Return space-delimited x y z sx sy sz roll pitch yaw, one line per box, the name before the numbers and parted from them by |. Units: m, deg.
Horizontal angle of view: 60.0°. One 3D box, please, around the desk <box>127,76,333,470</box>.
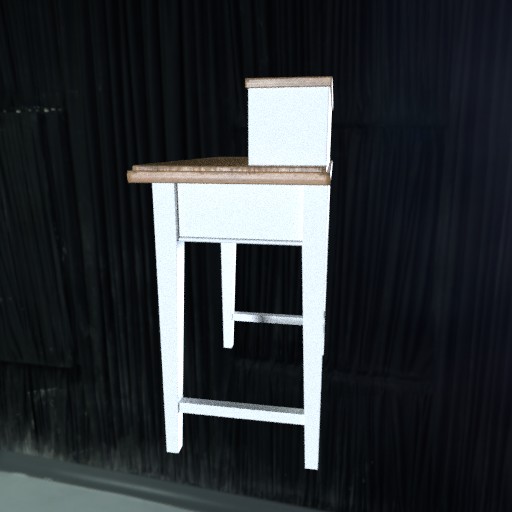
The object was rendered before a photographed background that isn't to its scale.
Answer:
desk | 0.000 0.000 1.439 0.462 0.981 0.814 2 14 9
